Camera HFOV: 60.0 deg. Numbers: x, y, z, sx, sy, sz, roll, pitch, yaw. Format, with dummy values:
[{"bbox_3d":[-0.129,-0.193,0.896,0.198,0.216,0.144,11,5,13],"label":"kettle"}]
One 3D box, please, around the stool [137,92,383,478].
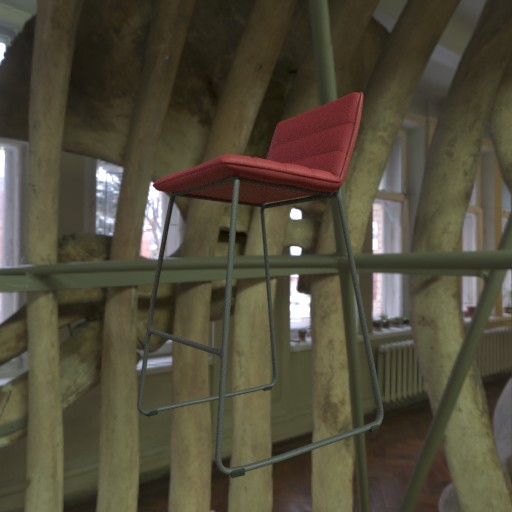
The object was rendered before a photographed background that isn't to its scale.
[{"bbox_3d":[0.000,0.000,1.256,0.524,0.937,0.489,1,-1,-36],"label":"stool"}]
